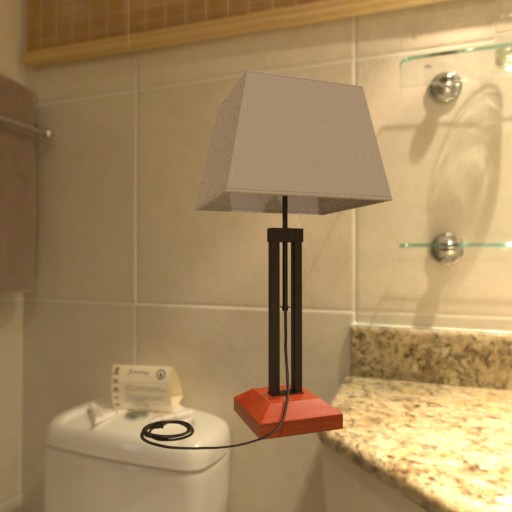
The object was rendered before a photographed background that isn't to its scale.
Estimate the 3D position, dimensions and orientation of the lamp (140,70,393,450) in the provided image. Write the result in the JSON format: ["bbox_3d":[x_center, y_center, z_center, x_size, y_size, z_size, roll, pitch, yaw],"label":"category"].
[{"bbox_3d":[0.000,0.000,0.986,0.498,0.737,0.310,0,-1,-18],"label":"lamp"}]
